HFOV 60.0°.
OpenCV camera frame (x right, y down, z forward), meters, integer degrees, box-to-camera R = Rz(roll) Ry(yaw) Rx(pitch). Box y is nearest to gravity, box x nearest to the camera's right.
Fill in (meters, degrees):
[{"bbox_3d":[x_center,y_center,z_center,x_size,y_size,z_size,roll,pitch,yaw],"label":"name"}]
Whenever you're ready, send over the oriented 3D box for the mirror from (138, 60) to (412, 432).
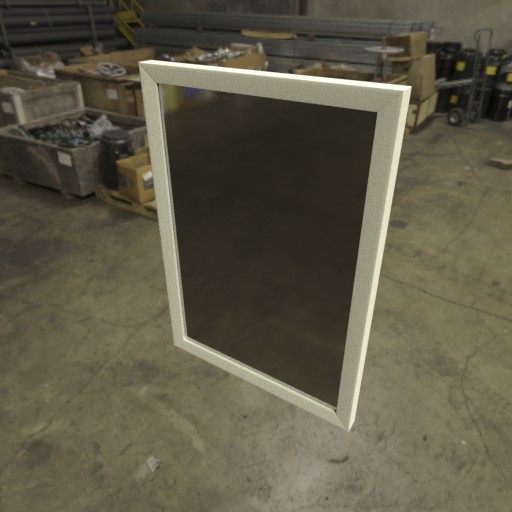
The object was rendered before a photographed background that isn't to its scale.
[{"bbox_3d":[0.000,0.000,0.917,0.507,0.710,0.040,19,36,28],"label":"mirror"}]
